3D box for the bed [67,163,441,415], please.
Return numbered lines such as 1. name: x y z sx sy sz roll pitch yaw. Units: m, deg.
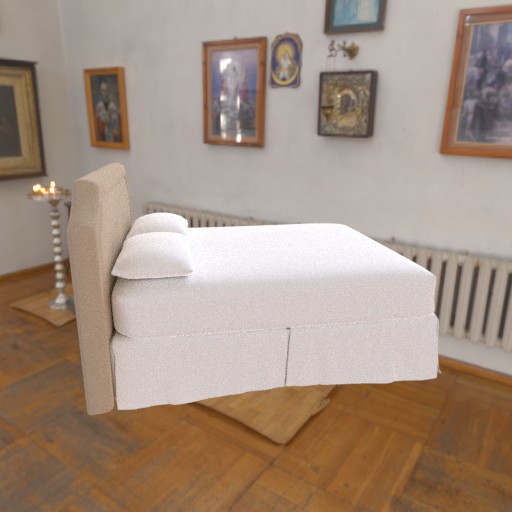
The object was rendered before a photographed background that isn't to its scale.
1. bed: 0.000 0.000 3.302 2.204 1.301 1.828 -3 16 -10
